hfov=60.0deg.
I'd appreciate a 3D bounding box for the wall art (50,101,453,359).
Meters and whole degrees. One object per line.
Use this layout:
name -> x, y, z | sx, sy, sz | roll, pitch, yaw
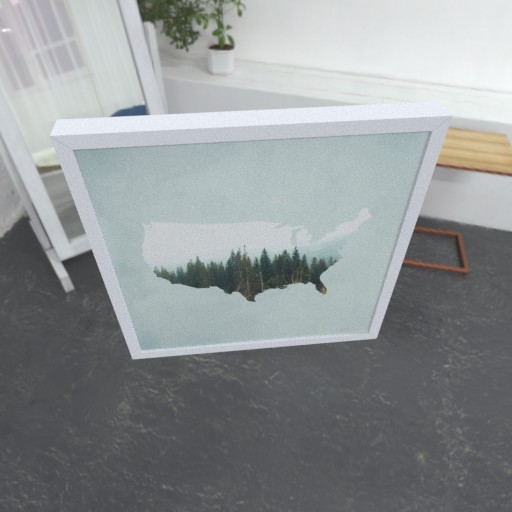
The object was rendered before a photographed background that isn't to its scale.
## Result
wall art -> 0.000, 0.000, 0.753 | 0.509, 0.509, 0.040 | -4, 46, -4
